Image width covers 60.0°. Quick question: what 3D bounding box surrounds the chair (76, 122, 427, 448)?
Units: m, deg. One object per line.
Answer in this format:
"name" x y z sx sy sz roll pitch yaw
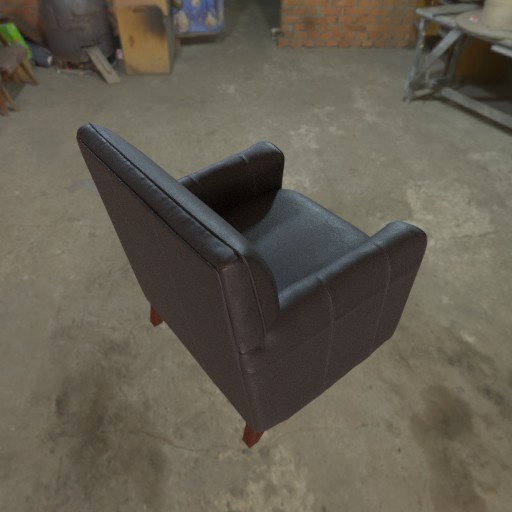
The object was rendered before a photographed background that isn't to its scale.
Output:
"chair" 0.000 0.000 1.615 0.825 0.943 0.870 -27 48 -28
